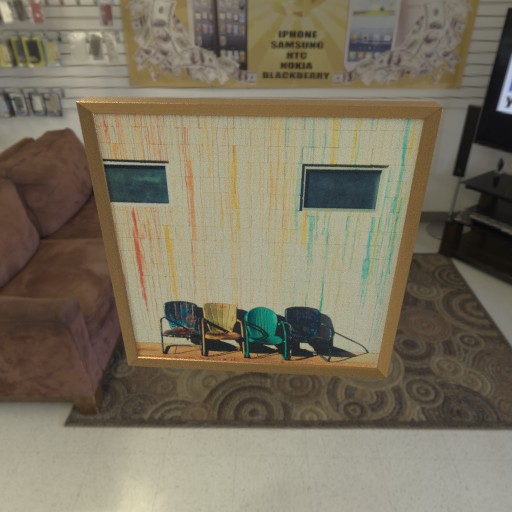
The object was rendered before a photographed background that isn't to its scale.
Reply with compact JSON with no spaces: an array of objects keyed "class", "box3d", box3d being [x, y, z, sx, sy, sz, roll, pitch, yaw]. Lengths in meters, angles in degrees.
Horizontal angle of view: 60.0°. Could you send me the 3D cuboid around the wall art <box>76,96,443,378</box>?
[{"class":"wall art","box3d":[0.000,0.000,0.752,0.505,0.505,0.037,2,31,3]}]
